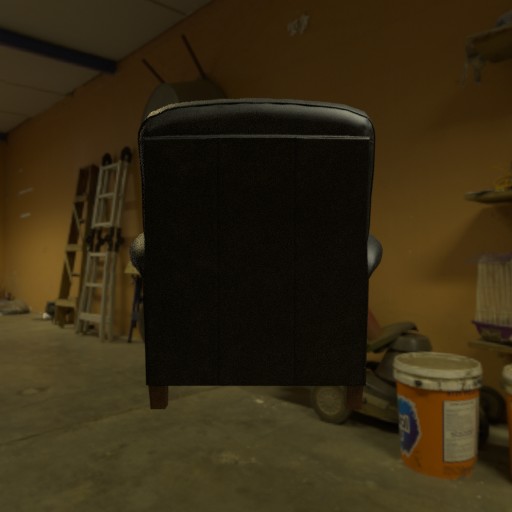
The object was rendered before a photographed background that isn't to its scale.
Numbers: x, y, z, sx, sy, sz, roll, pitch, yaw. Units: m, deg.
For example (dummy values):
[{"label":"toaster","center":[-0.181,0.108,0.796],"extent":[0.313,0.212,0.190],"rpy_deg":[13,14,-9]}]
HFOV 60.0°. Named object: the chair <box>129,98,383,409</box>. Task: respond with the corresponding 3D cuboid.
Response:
[{"label":"chair","center":[0.000,0.000,1.774],"extent":[0.936,1.018,0.986],"rpy_deg":[0,-1,0]}]
